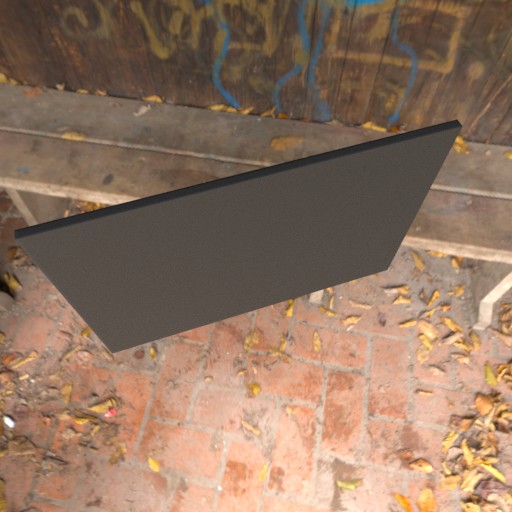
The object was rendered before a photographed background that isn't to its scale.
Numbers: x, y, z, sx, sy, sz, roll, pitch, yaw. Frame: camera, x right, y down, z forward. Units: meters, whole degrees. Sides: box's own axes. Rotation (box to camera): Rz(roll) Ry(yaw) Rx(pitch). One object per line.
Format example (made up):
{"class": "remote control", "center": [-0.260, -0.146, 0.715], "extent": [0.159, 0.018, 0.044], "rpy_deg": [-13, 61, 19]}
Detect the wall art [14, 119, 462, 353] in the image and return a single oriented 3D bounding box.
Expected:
{"class": "wall art", "center": [0.000, 0.000, 1.194], "extent": [0.958, 0.656, 0.026], "rpy_deg": [-16, 60, -9]}
